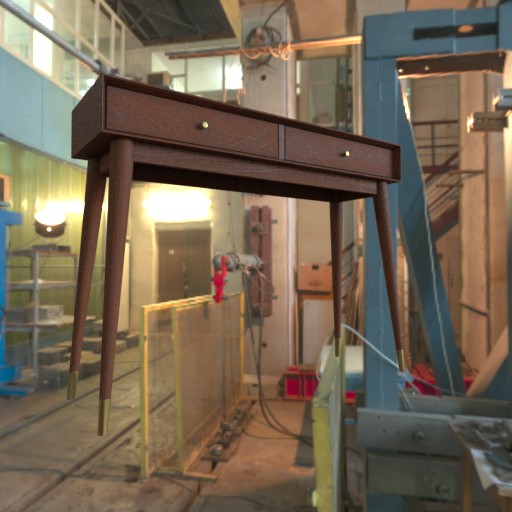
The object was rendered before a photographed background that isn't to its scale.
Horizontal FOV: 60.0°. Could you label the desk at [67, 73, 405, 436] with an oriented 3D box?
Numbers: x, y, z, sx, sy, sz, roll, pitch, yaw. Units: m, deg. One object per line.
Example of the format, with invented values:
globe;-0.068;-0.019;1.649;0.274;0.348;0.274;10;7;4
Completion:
desk;0.000;0.000;1.604;1.204;0.917;0.384;1;-2;-34
